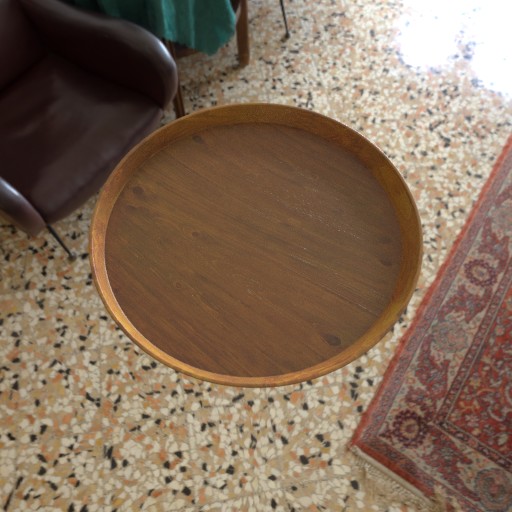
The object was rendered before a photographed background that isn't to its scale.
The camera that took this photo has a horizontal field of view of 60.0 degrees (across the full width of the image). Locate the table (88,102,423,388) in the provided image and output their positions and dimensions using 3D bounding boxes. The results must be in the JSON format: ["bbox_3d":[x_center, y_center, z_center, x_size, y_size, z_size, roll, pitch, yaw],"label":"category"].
[{"bbox_3d":[0.000,0.000,1.572,1.016,0.470,1.016,0,64,0],"label":"table"}]
